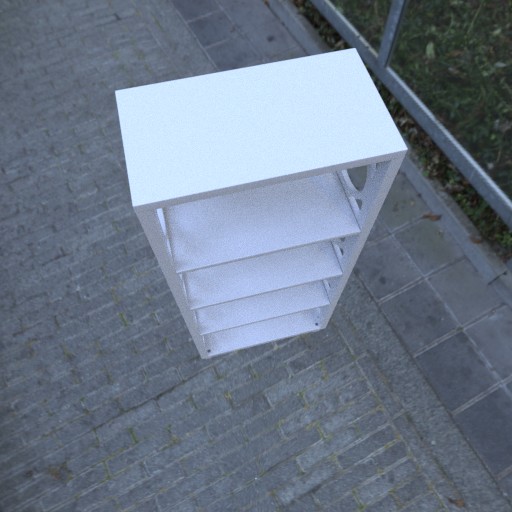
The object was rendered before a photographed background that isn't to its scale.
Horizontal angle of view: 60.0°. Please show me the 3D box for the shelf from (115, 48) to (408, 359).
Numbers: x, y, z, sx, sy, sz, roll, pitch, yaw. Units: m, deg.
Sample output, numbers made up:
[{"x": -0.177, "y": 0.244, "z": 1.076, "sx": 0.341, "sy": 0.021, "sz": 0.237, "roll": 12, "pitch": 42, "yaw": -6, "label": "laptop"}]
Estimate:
[{"x": 0.000, "y": 0.000, "z": 1.651, "sx": 0.611, "sy": 1.411, "sz": 0.340, "roll": -13, "pitch": 64, "yaw": -6, "label": "shelf"}]
